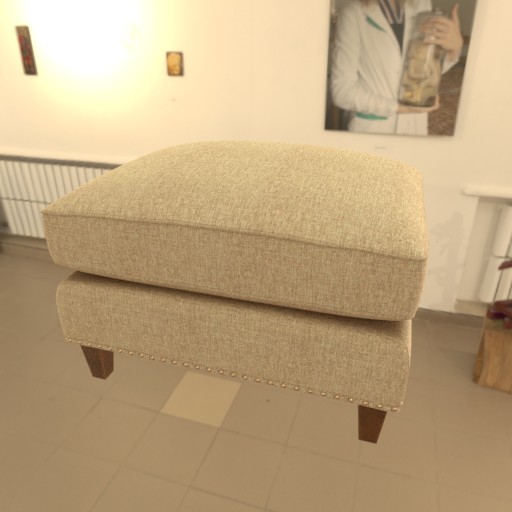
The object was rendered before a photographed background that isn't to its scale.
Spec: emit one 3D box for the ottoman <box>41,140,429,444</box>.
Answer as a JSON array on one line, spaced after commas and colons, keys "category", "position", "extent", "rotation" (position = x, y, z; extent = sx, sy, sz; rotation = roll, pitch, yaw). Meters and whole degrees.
[{"category": "ottoman", "position": [0.000, 0.000, 1.096], "extent": [0.741, 0.513, 0.584], "rotation": [8, 27, 16]}]
